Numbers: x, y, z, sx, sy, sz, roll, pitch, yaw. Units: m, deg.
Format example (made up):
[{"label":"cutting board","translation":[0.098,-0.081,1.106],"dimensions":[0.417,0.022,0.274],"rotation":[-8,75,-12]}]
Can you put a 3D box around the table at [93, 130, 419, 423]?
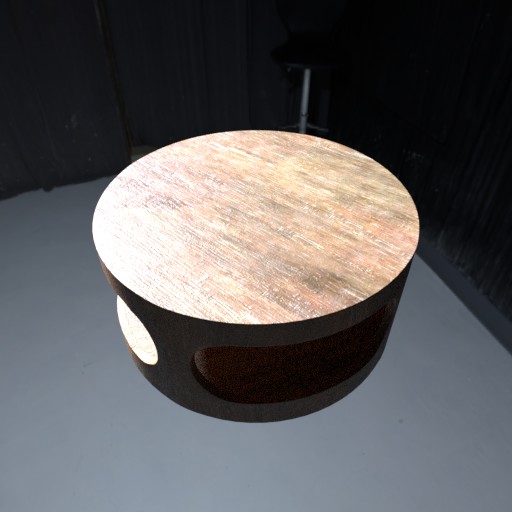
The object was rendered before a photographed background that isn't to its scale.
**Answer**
[{"label":"table","translation":[0.000,0.000,1.518],"dimensions":[0.974,0.450,0.974],"rotation":[0,42,0]}]
